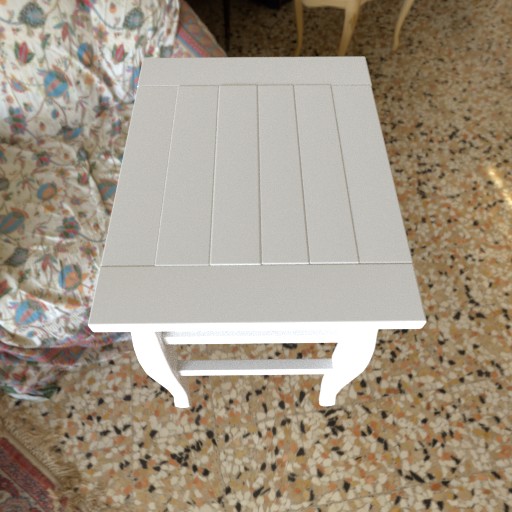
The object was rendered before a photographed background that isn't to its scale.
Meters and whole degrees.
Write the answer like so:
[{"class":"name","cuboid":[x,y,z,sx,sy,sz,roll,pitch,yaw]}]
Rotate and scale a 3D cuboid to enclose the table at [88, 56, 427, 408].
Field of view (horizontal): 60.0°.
[{"class":"table","cuboid":[0.000,0.000,1.014,0.463,0.605,0.599,-1,58,0]}]
